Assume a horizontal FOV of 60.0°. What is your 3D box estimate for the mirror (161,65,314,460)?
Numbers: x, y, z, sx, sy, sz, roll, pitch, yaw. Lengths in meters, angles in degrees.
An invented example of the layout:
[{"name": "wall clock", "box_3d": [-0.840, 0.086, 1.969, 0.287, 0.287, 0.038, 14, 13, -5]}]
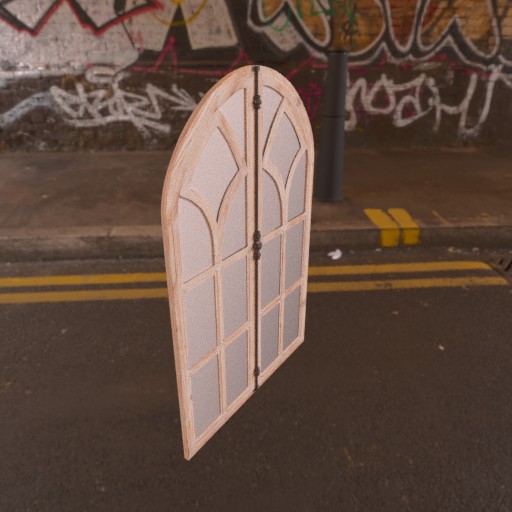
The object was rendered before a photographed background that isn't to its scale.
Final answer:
[{"name": "mirror", "box_3d": [0.000, 0.000, 1.158, 0.032, 0.915, 0.609, 16, 30, 30]}]
